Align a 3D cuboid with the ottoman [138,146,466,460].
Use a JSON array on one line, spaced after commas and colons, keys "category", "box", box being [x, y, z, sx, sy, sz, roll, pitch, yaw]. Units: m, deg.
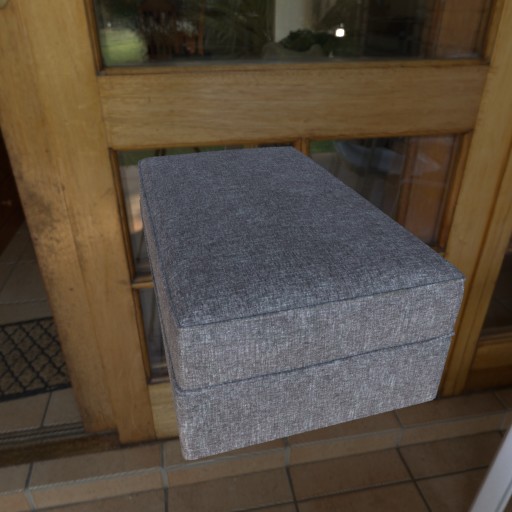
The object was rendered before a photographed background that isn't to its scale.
[{"category": "ottoman", "box": [0.000, 0.000, 1.519, 0.717, 0.487, 1.184, -8, 30, -14]}]
